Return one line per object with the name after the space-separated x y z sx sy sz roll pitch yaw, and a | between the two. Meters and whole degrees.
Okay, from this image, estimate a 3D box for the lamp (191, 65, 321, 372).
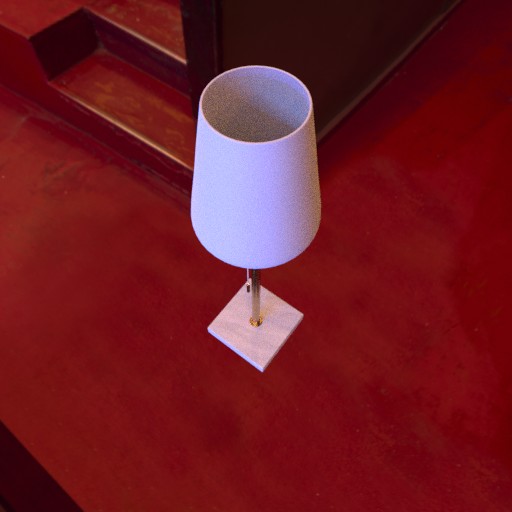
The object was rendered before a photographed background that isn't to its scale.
0.000 0.000 0.733 0.181 0.639 0.181 33 66 17 | lamp
